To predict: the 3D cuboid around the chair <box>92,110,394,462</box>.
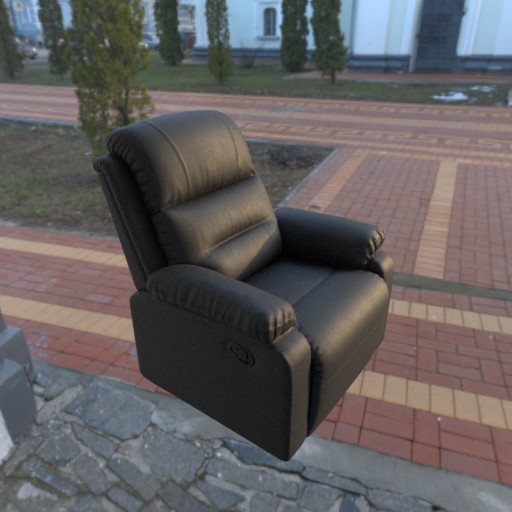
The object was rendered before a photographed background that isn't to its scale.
[{"bbox_3d":[0.000,0.000,1.697,0.919,0.992,0.855,18,32,32],"label":"chair"}]
